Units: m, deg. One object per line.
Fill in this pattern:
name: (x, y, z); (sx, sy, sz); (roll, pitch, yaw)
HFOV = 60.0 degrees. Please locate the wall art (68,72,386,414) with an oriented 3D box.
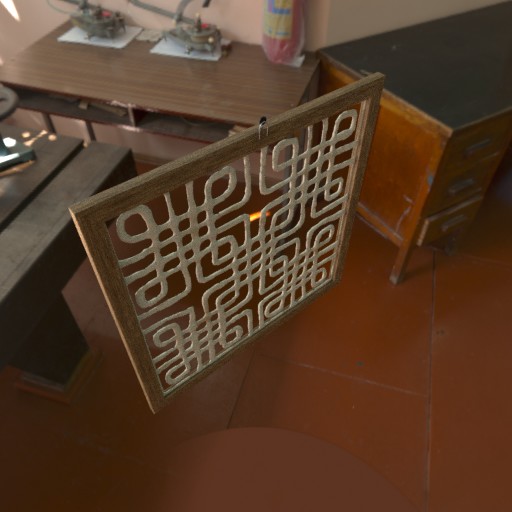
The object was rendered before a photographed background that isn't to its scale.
wall art: (0.000, 0.000, 0.839); (0.561, 0.582, 0.021); (-31, 54, -25)
